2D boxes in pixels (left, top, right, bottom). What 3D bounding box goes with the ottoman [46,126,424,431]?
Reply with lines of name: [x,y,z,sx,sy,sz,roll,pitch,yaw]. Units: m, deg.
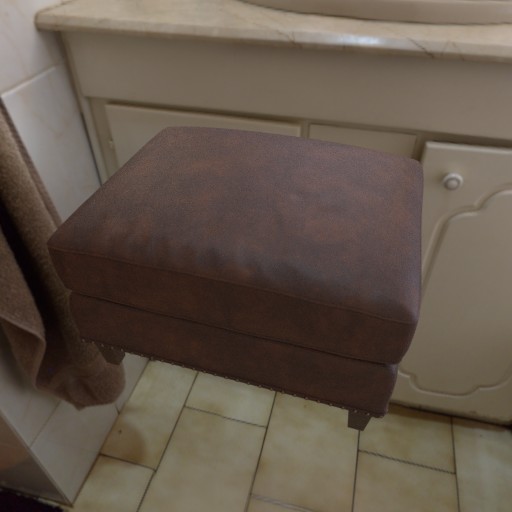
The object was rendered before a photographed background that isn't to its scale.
ottoman: [0.000,0.000,1.128,0.742,0.486,0.586,11,42,13]
